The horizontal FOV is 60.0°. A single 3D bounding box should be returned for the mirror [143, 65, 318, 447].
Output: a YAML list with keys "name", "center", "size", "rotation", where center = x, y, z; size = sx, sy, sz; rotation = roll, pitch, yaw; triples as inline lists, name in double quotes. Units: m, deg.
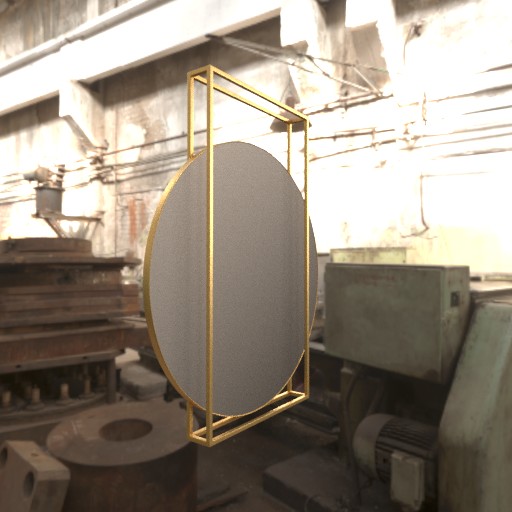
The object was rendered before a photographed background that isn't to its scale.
- name: "mirror"
  center: [0.000, 0.000, 0.840]
  size: [0.051, 0.603, 0.508]
  rotation: [-1, -1, 36]
